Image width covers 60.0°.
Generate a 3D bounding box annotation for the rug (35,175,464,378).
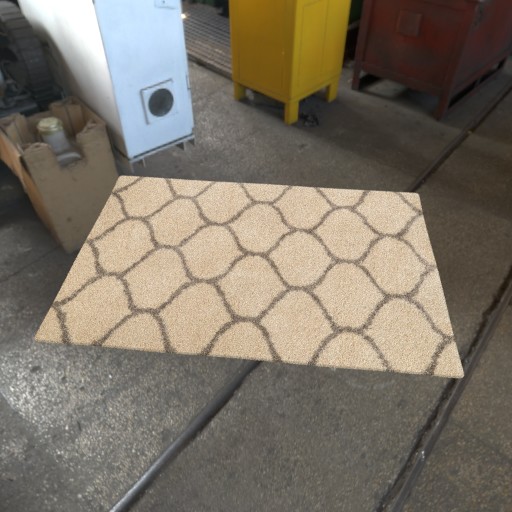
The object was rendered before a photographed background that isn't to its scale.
[{"bbox_3d":[0.000,0.000,3.379,2.701,0.026,1.801,4,46,4],"label":"rug"}]
